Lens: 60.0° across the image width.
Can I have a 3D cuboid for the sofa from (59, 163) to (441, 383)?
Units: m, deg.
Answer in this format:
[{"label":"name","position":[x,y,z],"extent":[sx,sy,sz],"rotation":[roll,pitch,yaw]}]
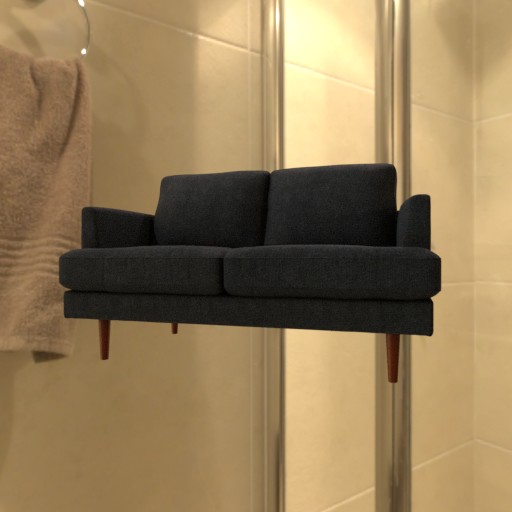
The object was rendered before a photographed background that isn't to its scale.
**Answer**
[{"label":"sofa","position":[0.000,0.000,2.143],"extent":[1.582,0.944,0.903],"rotation":[0,0,17]}]
